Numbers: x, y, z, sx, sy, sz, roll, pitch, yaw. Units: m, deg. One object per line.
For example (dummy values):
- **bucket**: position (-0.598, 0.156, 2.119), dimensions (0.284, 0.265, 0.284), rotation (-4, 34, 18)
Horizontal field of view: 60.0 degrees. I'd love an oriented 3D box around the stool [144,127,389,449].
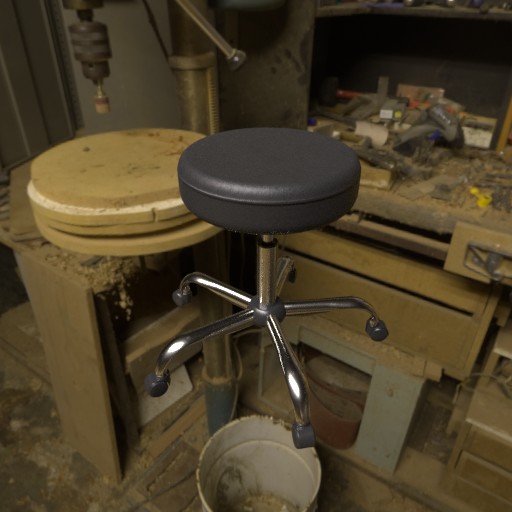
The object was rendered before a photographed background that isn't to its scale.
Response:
- **stool**: position (0.000, 0.000, 1.146), dimensions (0.638, 0.576, 0.673), rotation (21, 38, 30)
